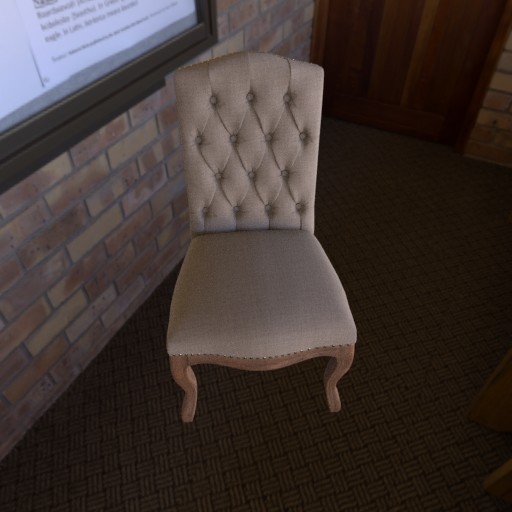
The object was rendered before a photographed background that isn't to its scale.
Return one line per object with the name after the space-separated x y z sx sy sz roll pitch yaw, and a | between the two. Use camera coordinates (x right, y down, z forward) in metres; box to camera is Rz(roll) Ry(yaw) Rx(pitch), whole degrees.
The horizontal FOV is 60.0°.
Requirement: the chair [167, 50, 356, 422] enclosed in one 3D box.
0.000 0.000 1.606 0.637 1.191 0.731 -3 46 -3 | chair
